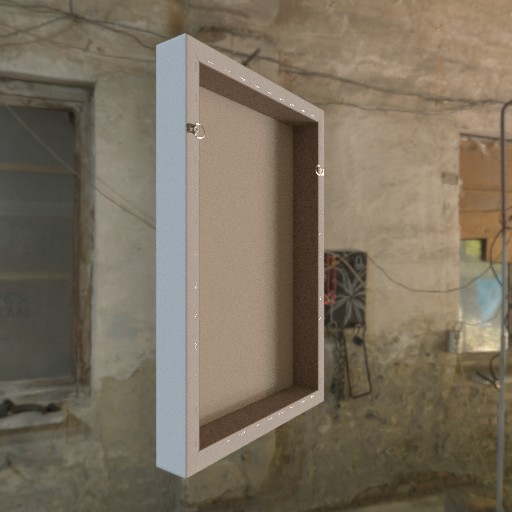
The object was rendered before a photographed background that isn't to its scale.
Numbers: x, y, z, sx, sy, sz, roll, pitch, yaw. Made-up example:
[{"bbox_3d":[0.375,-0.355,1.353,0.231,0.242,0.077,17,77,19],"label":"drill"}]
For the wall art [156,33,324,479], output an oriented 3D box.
[{"bbox_3d":[0.000,0.000,0.491,0.039,0.381,0.252,0,0,36],"label":"wall art"}]
